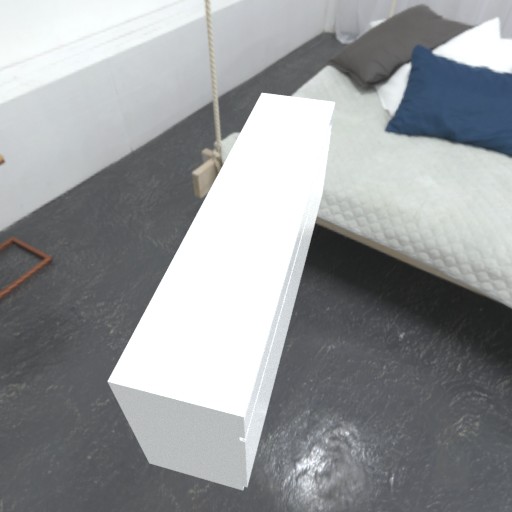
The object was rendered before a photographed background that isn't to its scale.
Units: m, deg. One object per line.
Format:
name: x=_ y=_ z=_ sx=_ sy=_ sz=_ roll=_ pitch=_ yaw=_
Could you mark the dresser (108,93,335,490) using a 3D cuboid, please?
dresser: x=0.000 y=0.000 z=2.550 sx=0.500 sy=0.840 sz=2.200 roll=11 pitch=48 yaw=10
